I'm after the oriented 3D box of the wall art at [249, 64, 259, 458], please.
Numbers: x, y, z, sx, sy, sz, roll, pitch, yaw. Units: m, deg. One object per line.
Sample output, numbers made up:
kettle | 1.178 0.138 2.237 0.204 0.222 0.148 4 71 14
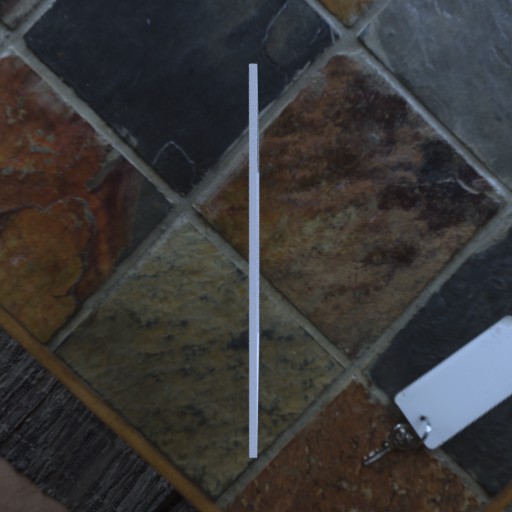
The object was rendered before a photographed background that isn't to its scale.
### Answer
wall art | 0.000 0.000 1.210 0.013 0.940 0.659 0 91 1
